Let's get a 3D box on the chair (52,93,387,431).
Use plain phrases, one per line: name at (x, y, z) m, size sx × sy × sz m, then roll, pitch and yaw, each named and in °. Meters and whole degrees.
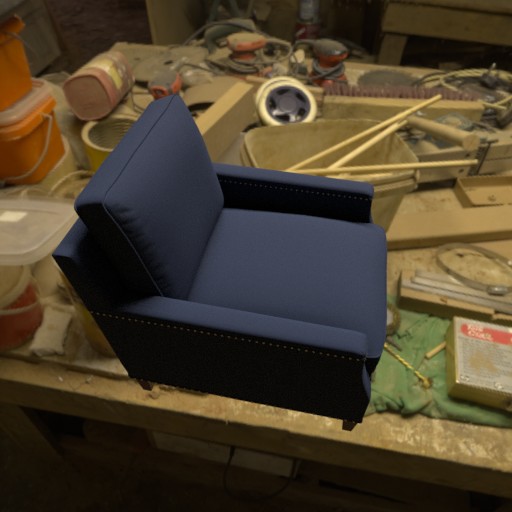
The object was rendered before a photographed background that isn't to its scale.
chair at (0.000, 0.000, 1.698) m, size 1.014 × 0.943 × 0.853 m, roll 9°, pitch 47°, yaw 8°
